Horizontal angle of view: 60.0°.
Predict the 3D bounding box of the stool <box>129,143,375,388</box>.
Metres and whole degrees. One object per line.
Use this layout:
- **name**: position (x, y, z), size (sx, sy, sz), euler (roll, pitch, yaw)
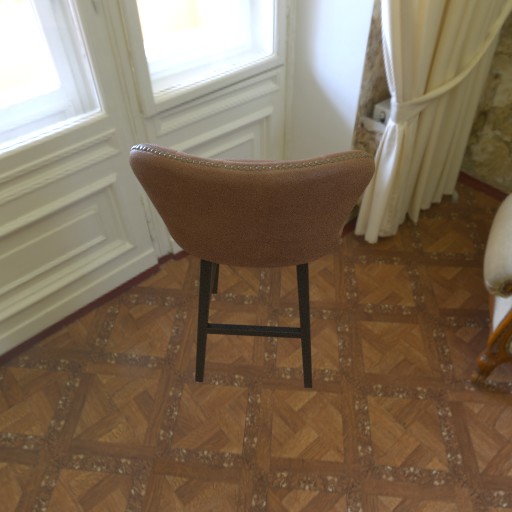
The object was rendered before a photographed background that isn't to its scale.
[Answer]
- **stool**: position (0.000, 0.000, 1.406), size (0.528, 1.050, 0.601), euler (2, 45, 2)
